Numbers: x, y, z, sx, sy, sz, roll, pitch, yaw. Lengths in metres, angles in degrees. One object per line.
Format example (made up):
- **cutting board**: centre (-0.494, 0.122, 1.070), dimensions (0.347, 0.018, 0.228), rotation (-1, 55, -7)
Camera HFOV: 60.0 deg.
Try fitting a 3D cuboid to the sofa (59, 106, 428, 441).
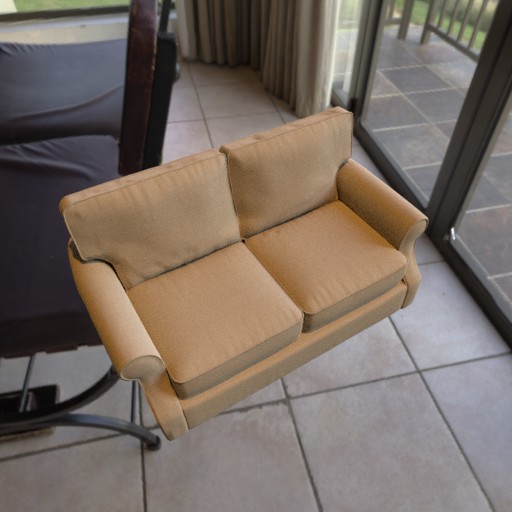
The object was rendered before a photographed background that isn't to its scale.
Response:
- **sofa**: centre (0.000, 0.000, 2.242), dimensions (1.665, 0.937, 0.964), rotation (-24, 51, -21)
